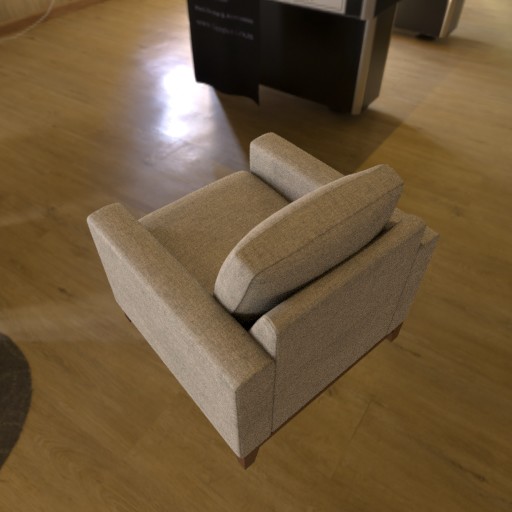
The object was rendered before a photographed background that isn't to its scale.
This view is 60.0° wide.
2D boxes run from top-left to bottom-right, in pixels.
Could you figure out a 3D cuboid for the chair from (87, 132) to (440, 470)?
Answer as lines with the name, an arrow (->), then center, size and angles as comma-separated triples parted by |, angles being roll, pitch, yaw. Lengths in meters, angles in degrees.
chair -> 0.000, 0.000, 1.911 | 1.024, 1.010, 1.038 | -31, 54, -26
